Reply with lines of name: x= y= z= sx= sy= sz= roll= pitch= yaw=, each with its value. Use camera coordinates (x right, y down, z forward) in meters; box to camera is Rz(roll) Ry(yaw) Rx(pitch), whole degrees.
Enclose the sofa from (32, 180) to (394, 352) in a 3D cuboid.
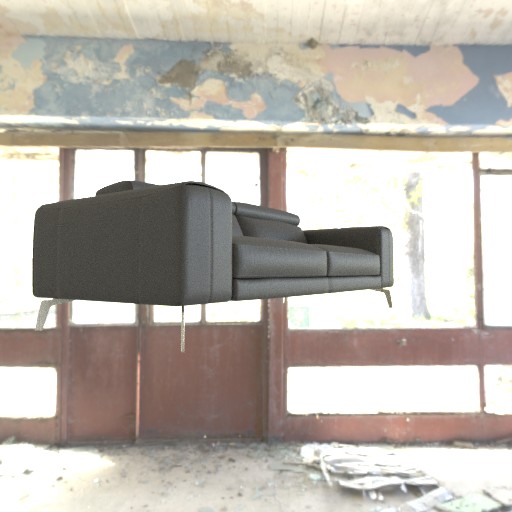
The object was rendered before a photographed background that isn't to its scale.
sofa: x=0.000 y=0.000 z=2.776 sx=1.023 sy=0.759 sz=2.321 roll=-1 pitch=-2 yaw=35
